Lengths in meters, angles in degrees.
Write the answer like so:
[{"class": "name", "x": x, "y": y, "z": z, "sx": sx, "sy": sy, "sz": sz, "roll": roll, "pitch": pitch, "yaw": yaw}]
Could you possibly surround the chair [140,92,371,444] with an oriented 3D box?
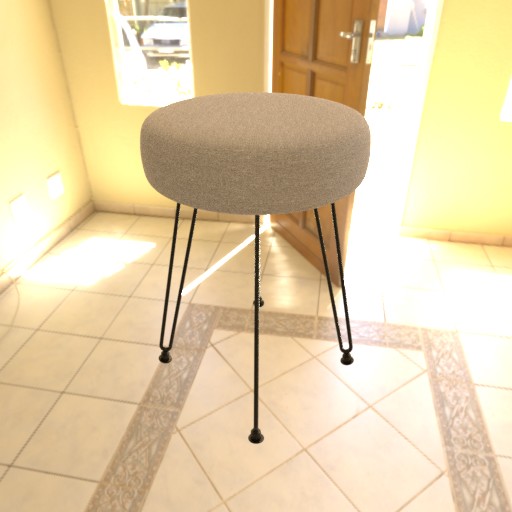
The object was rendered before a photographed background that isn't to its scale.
[{"class": "chair", "x": 0.000, "y": 0.000, "z": 0.684, "sx": 0.350, "sy": 0.440, "sz": 0.350, "roll": 0, "pitch": 32, "yaw": 1}]
